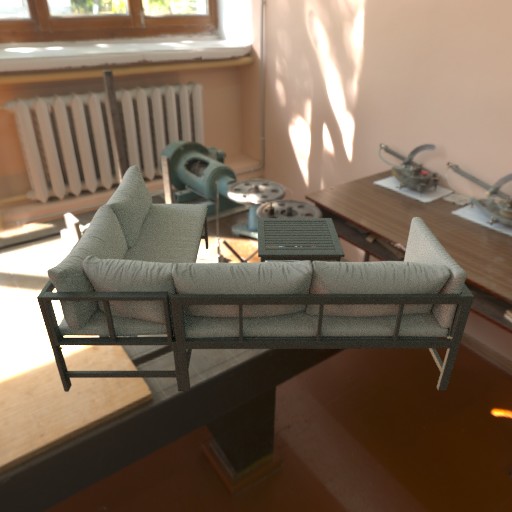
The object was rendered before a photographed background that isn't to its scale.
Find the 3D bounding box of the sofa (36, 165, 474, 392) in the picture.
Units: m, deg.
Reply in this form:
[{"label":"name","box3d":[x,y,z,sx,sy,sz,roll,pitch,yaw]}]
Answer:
[{"label":"sofa","box3d":[0.000,0.000,2.955,2.096,0.758,1.658,0,30,0]}]
